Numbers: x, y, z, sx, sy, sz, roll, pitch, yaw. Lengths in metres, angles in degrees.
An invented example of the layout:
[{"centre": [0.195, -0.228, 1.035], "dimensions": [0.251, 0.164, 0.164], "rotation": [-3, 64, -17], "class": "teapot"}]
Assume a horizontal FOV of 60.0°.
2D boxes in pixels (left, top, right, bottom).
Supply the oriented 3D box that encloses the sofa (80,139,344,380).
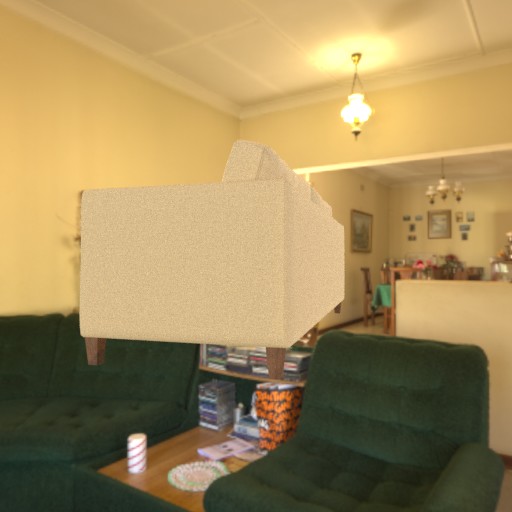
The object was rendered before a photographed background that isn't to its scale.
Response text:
[{"centre": [0.000, 0.000, 2.905], "dimensions": [0.951, 0.968, 2.361], "rotation": [0, -1, 16], "class": "sofa"}]
